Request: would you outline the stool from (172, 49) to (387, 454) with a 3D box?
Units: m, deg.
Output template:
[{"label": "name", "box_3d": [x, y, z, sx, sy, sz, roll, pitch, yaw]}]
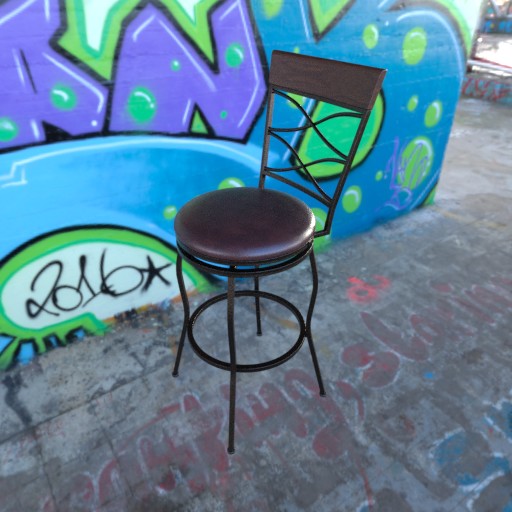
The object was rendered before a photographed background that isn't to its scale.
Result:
[{"label": "stool", "box_3d": [0.000, 0.000, 1.418, 0.513, 1.130, 0.448, -20, 37, -29]}]
